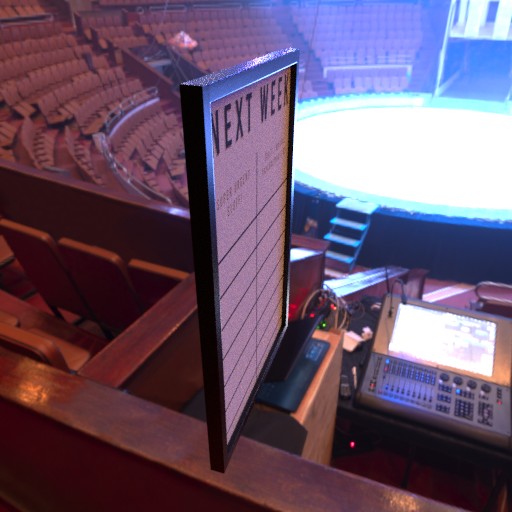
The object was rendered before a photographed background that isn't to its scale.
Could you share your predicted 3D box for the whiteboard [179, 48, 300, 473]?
[{"bbox_3d":[0.000,0.000,0.754,0.026,0.611,0.406,9,31,16],"label":"whiteboard"}]
